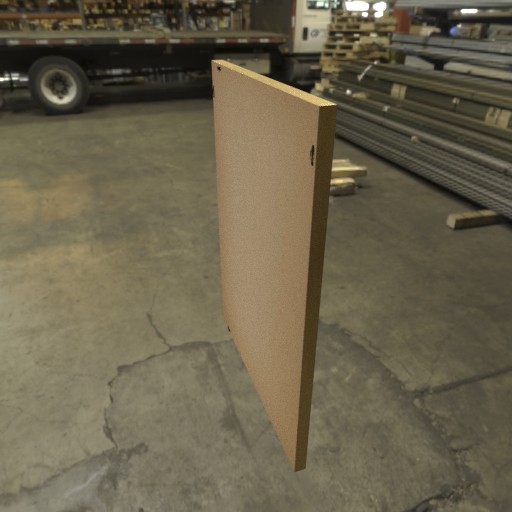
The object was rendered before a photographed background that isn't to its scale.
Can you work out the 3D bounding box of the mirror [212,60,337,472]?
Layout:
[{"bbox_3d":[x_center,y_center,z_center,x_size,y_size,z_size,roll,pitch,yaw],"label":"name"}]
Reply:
[{"bbox_3d":[0.000,0.000,1.340,0.040,1.016,0.762,-10,31,-17],"label":"mirror"}]
